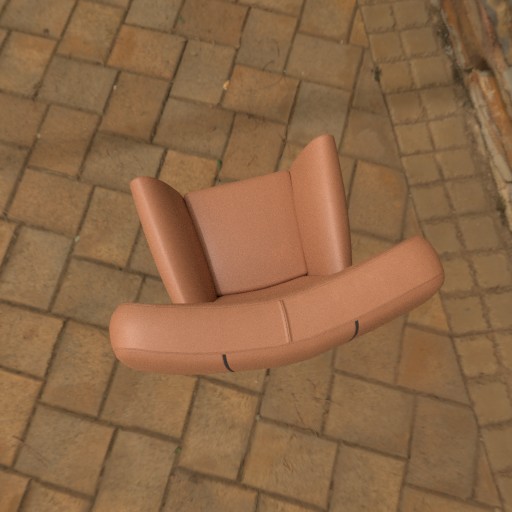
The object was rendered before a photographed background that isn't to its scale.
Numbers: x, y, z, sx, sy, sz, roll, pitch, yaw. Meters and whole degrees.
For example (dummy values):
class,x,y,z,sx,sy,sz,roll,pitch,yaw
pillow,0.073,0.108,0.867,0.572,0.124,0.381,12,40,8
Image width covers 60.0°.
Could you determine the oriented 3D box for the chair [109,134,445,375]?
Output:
class,x,y,z,sx,sy,sz,roll,pitch,yaw
chair,0.000,0.000,1.790,0.980,1.050,0.900,-14,75,-4
